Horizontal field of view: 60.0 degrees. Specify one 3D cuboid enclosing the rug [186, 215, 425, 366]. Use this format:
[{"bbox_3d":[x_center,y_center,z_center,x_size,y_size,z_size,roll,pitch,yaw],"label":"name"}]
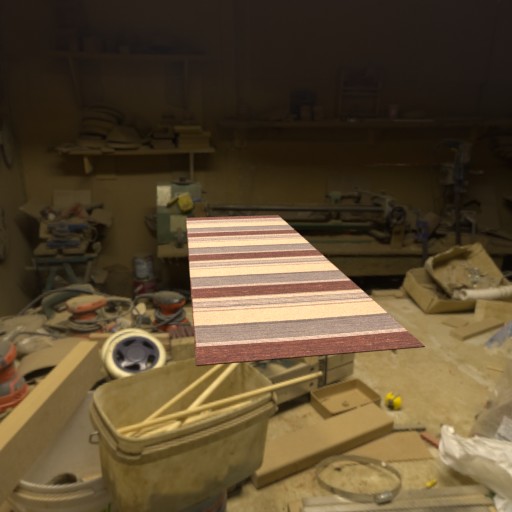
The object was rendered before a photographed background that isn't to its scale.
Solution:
[{"bbox_3d":[0.000,0.000,2.636,0.792,0.006,2.437,-3,16,-9],"label":"rug"}]
